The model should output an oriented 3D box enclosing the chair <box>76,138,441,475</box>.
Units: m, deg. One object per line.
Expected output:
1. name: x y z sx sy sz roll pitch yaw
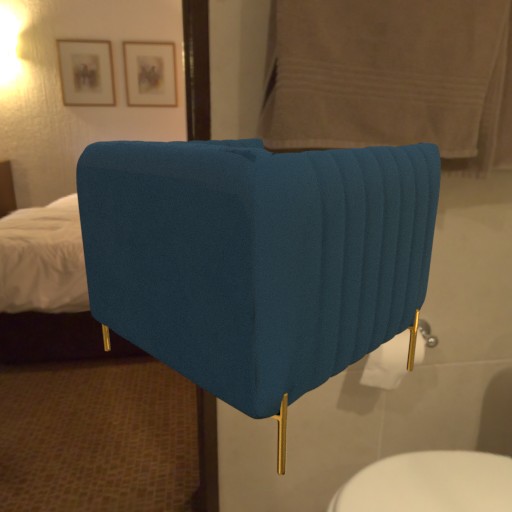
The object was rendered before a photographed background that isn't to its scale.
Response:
1. chair: 0.000 0.000 1.551 0.947 0.793 0.877 16 22 43
